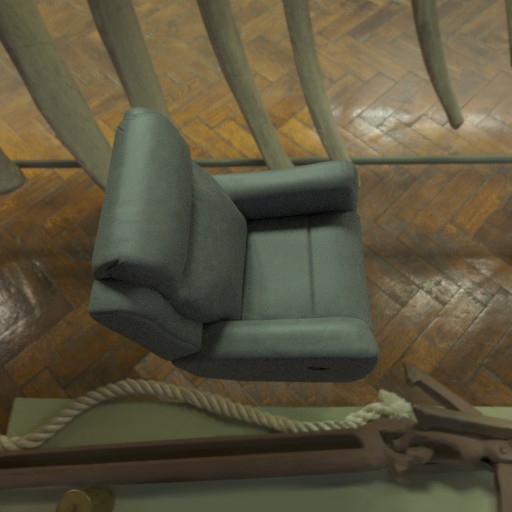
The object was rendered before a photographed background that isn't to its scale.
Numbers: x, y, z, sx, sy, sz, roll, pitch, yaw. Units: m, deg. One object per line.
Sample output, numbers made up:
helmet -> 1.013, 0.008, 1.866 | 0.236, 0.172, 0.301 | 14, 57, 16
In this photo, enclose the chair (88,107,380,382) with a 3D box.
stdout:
chair -> 0.000, 0.000, 1.962 | 1.068, 1.116, 0.965 | 0, 63, 0
